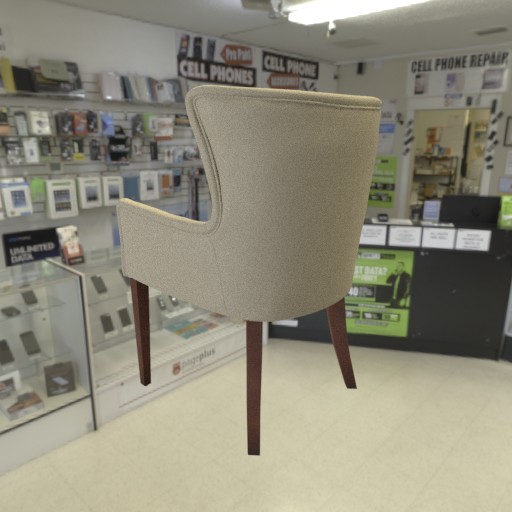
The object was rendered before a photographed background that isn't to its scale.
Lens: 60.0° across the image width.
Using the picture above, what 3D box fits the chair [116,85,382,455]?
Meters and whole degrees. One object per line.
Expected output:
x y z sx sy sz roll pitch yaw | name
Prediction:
0.000 0.000 1.411 0.660 0.952 0.686 -14 21 -43 | chair
